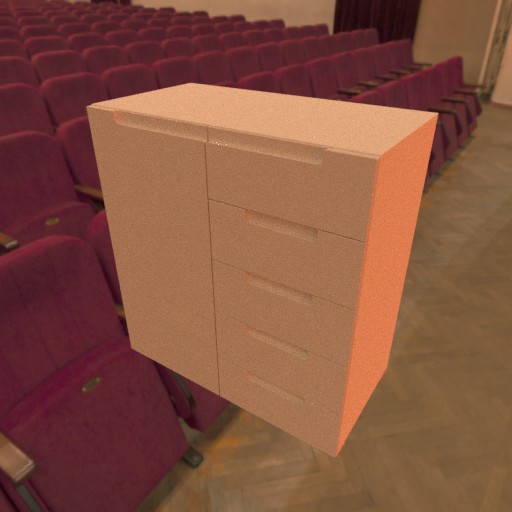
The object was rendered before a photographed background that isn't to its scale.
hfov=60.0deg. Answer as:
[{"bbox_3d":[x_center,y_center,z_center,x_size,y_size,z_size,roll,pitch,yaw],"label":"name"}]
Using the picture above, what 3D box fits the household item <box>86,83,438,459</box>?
[{"bbox_3d":[0.000,0.000,1.351,0.800,0.870,0.420,19,35,29],"label":"household item"}]
